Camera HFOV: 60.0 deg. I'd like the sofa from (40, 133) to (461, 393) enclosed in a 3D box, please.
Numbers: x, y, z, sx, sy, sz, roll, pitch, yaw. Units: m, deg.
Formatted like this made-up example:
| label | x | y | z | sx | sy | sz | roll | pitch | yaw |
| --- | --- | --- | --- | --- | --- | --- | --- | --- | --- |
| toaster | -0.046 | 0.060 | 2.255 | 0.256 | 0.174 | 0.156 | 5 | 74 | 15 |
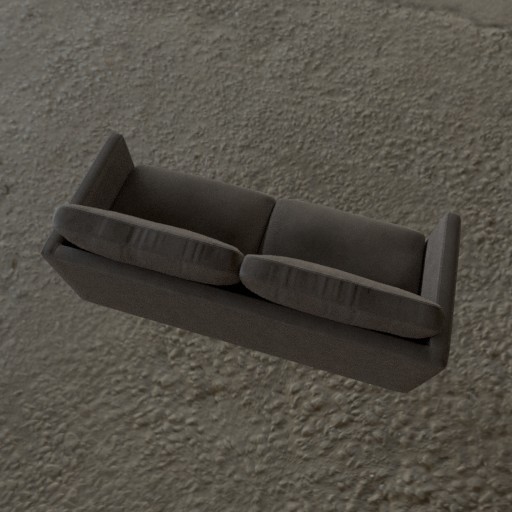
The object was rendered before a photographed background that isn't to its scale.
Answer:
| label | x | y | z | sx | sy | sz | roll | pitch | yaw |
| --- | --- | --- | --- | --- | --- | --- | --- | --- | --- |
| sofa | 0.000 | 0.000 | 2.701 | 2.208 | 0.965 | 0.951 | 15 | 63 | 8 |
